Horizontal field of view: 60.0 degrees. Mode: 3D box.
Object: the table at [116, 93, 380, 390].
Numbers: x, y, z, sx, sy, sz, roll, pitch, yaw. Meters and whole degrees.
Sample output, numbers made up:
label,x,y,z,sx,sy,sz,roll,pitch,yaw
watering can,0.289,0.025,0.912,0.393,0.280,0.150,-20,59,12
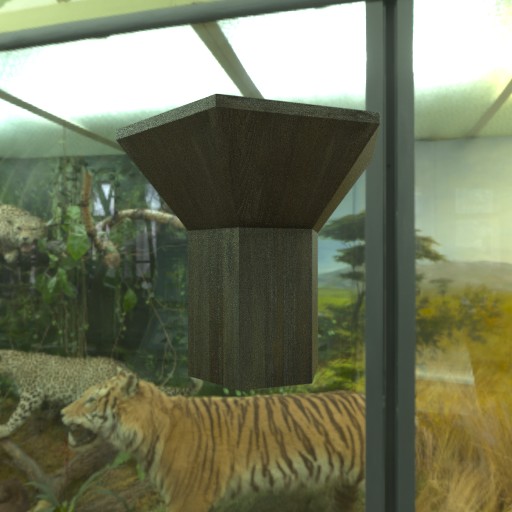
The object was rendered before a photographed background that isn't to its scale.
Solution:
label,x,y,z,sx,sy,sz,roll,pitch,yaw
table,0.000,0.000,1.134,0.683,0.586,0.592,0,0,-18
